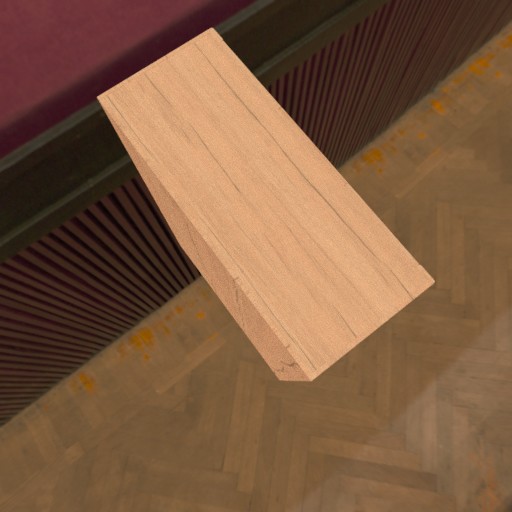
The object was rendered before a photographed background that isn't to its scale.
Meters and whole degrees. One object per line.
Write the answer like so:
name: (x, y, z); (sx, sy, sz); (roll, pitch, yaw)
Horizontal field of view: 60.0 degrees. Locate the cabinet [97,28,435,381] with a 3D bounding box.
cabinet: (0.000, 0.000, 2.705); (0.580, 2.070, 1.400); (-36, 77, -9)
